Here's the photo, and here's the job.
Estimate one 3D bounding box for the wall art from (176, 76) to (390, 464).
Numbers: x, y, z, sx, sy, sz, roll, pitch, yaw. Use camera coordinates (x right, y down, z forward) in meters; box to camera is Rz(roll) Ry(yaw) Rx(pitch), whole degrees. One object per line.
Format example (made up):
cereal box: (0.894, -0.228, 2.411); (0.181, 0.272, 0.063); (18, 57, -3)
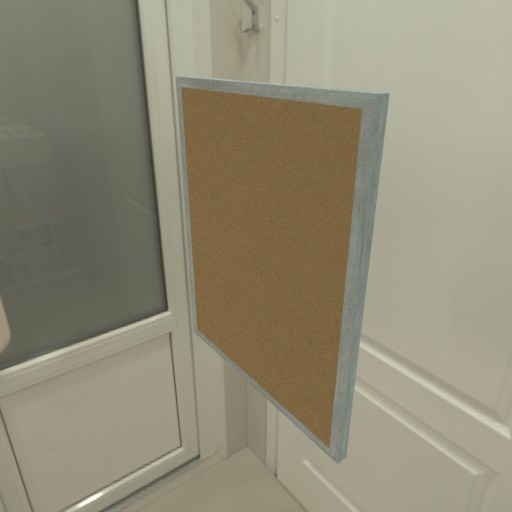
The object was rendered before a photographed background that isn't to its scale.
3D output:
wall art: (0.000, 0.000, 0.797); (0.022, 0.582, 0.479); (-18, 30, -33)
